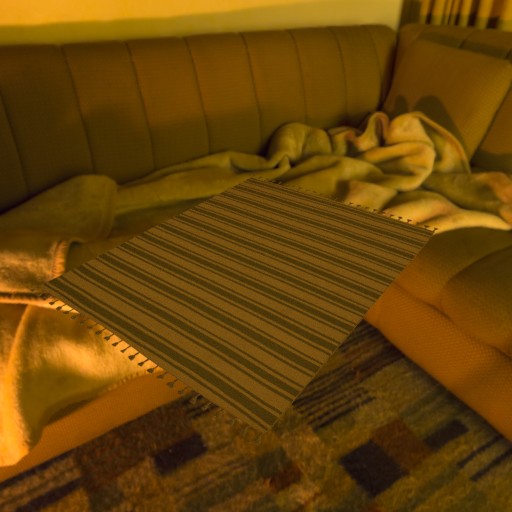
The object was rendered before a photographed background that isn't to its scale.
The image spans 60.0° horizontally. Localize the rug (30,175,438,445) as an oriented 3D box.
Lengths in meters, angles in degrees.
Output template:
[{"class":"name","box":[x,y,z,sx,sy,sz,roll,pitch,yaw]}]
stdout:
[{"class":"rug","box":[0.000,0.000,4.222,2.439,0.005,3.201,22,39,30]}]
